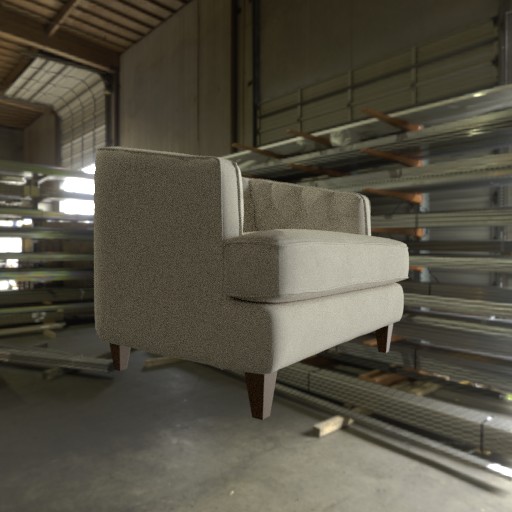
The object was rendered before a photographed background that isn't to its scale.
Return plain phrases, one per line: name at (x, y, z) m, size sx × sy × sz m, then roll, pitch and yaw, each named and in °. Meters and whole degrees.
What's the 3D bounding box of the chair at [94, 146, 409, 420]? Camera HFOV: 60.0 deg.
chair at (0.000, 0.000, 1.774) m, size 0.941 × 0.852 × 1.104 m, roll 1°, pitch 1°, yaw 36°
